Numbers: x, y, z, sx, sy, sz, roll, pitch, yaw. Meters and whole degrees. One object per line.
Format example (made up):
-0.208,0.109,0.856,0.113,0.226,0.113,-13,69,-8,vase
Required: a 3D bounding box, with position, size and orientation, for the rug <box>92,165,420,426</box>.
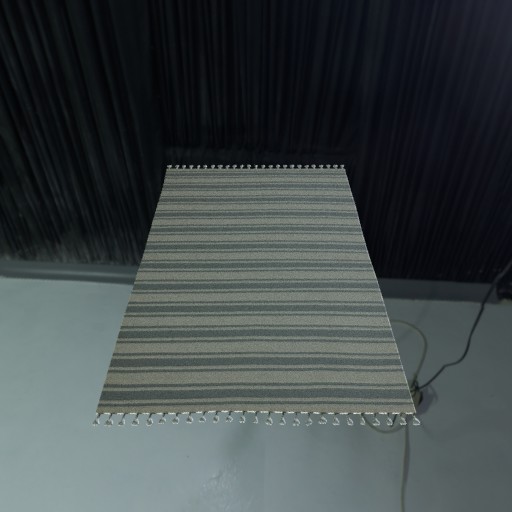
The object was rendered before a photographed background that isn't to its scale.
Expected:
0.000,0.000,2.974,1.539,0.011,2.410,0,41,0,rug
